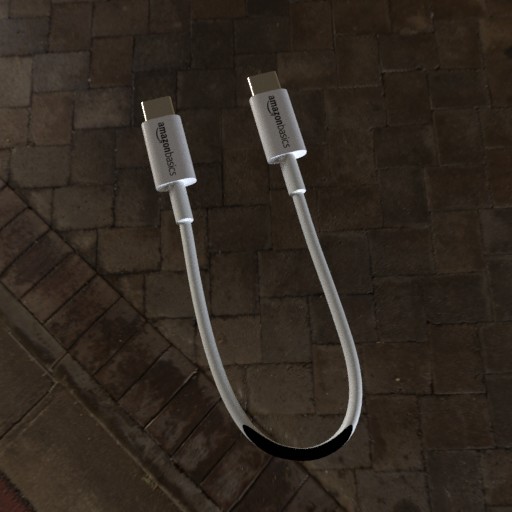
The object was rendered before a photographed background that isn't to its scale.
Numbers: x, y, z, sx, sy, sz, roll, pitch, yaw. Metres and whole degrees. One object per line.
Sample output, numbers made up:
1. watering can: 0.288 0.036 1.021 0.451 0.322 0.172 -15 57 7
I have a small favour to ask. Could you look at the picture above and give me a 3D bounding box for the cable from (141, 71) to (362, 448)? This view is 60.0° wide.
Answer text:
1. cable: 0.000 0.000 0.111 0.041 0.005 0.098 -15 77 -4
